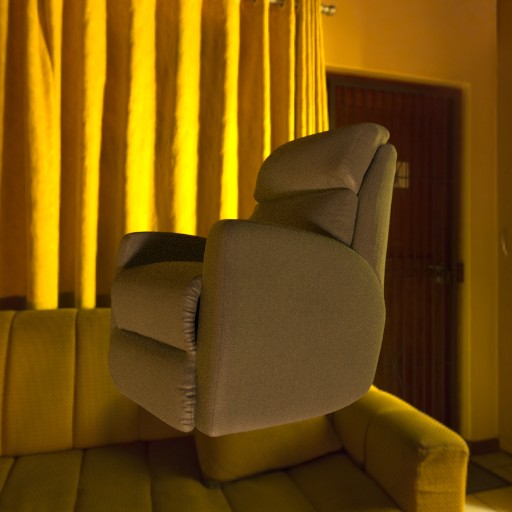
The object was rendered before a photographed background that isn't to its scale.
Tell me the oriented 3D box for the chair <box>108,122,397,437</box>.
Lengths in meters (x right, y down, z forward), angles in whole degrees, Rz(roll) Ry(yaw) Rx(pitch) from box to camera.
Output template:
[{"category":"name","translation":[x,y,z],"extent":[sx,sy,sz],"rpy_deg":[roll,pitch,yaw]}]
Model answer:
[{"category":"chair","translation":[0.000,0.000,1.664],"extent":[0.940,1.016,0.794],"rpy_deg":[0,0,-37]}]
